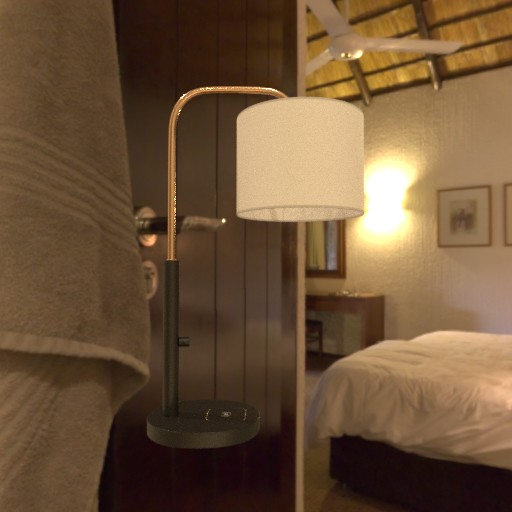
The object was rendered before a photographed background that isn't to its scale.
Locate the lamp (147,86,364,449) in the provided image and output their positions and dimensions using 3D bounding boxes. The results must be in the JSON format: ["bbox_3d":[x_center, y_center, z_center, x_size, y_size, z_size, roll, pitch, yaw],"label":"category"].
[{"bbox_3d":[0.000,0.000,0.701,0.337,0.540,0.199,0,-1,-1],"label":"lamp"}]
